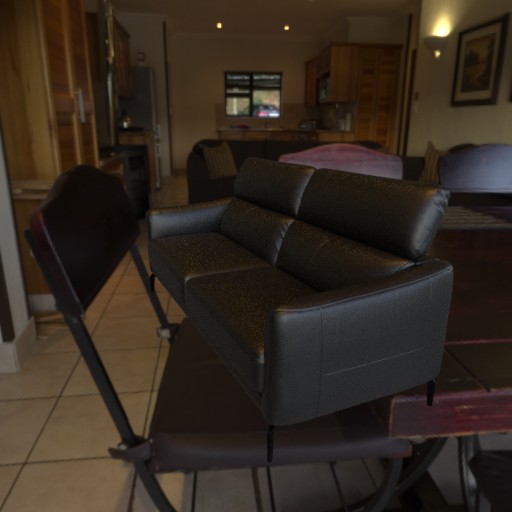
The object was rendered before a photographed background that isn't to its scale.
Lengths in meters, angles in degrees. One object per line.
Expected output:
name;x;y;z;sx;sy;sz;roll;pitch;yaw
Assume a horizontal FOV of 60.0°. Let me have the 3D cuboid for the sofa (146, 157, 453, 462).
sofa;0.000;0.000;2.477;0.856;0.957;2.069;-8;18;-24
